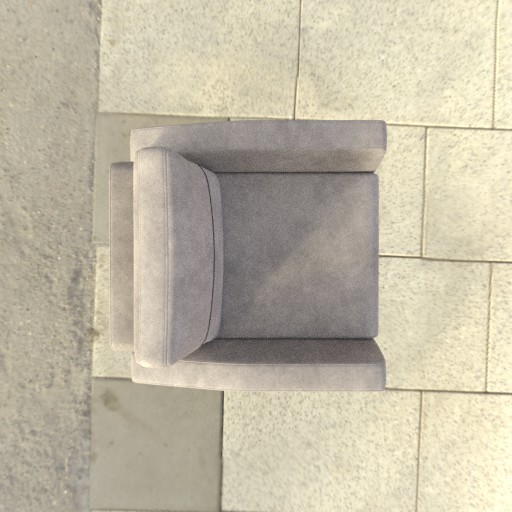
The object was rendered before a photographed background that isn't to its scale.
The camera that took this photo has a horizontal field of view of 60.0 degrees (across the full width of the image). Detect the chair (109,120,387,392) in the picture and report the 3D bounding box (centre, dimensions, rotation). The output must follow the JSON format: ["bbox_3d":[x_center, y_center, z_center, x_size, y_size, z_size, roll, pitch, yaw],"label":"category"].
[{"bbox_3d":[0.000,0.000,1.576,0.900,0.800,0.900,0,91,0],"label":"chair"}]
